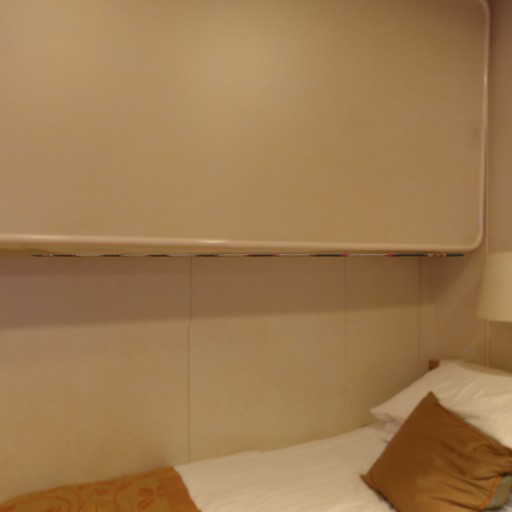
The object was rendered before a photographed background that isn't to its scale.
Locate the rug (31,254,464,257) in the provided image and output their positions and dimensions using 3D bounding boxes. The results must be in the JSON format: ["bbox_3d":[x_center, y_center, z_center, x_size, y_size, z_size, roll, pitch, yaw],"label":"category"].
[{"bbox_3d":[0.000,0.000,3.083,2.447,0.011,1.520,0,0,18],"label":"rug"}]
